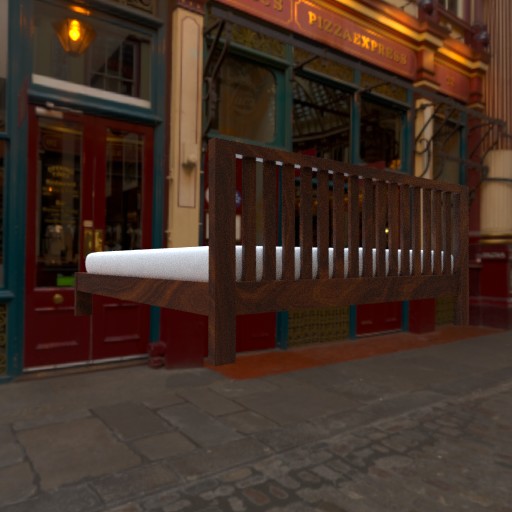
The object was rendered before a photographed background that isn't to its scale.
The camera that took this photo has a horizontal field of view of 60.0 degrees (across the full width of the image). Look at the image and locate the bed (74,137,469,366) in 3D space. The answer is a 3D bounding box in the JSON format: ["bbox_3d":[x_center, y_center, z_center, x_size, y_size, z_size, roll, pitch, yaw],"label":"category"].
[{"bbox_3d":[0.000,0.000,3.102,1.905,0.890,2.030,1,-1,-37],"label":"bed"}]
